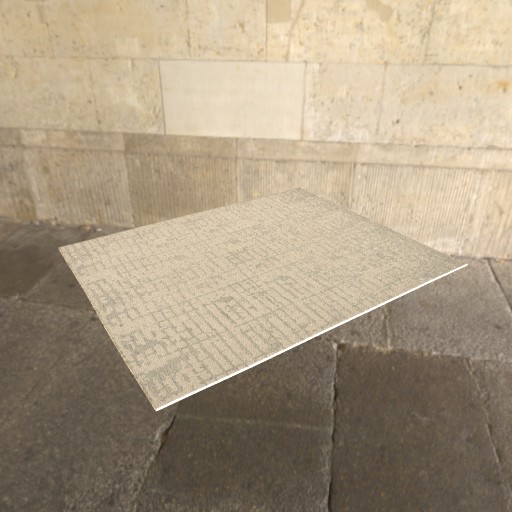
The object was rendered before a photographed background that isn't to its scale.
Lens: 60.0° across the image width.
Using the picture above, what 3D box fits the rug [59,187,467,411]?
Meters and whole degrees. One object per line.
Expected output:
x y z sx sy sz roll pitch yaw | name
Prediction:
0.000 0.000 4.216 3.061 0.014 2.447 -18 34 -29 | rug
